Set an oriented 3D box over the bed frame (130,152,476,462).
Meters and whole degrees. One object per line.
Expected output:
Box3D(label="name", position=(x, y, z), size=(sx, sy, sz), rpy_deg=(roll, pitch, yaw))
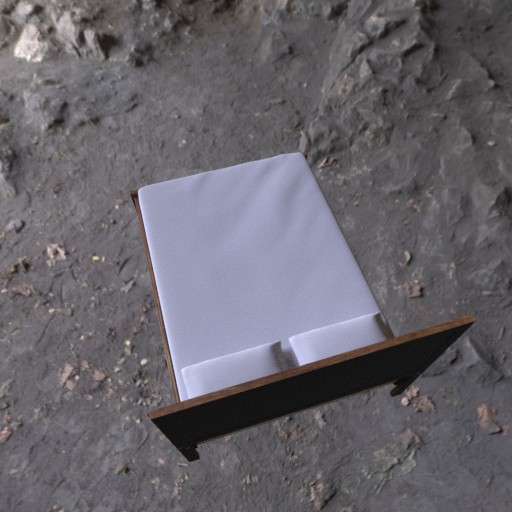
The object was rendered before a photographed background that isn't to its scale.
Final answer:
Box3D(label="bed frame", position=(0.000, 0.000, 3.337), size=(1.696, 1.417, 2.276), rpy_deg=(-14, 59, -9))
